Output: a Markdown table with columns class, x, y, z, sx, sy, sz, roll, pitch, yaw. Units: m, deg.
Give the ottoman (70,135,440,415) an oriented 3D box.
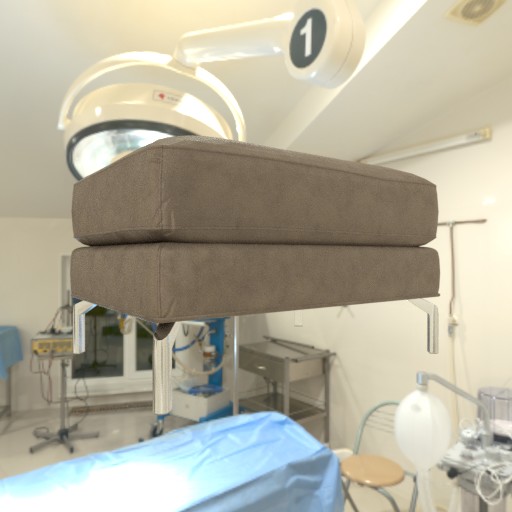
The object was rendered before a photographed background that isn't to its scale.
| class | x | y | z | sx | sy | sz | roll | pitch | yaw |
| --- | --- | --- | --- | --- | --- | --- | --- | --- | --- |
| ottoman | 0.000 | 0.000 | 1.043 | 0.719 | 0.456 | 0.520 | 0 | 0 | -35 |
